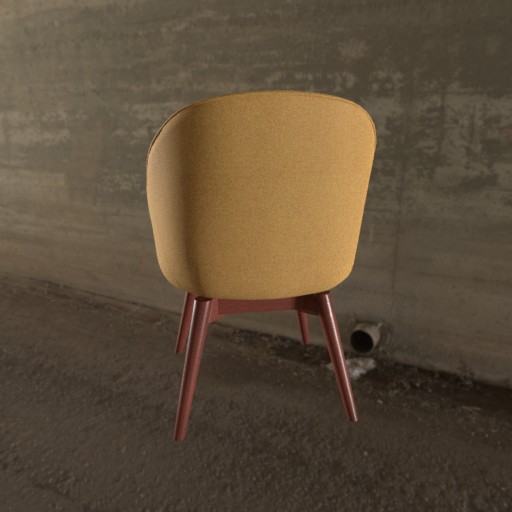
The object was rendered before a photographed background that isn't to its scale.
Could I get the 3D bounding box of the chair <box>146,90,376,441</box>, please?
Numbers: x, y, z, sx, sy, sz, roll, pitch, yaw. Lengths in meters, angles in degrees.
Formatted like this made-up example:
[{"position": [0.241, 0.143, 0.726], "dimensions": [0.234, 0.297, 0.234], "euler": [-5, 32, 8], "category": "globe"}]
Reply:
[{"position": [0.000, 0.000, 1.249], "dimensions": [0.596, 0.823, 0.635], "euler": [-3, 16, -9], "category": "chair"}]
